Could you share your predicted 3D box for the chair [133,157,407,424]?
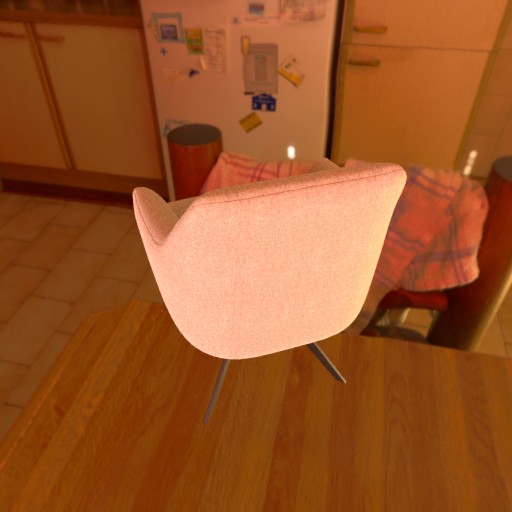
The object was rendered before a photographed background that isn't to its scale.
[{"bbox_3d":[0.000,0.000,1.333,0.642,0.874,0.677,-12,42,-13],"label":"chair"}]
